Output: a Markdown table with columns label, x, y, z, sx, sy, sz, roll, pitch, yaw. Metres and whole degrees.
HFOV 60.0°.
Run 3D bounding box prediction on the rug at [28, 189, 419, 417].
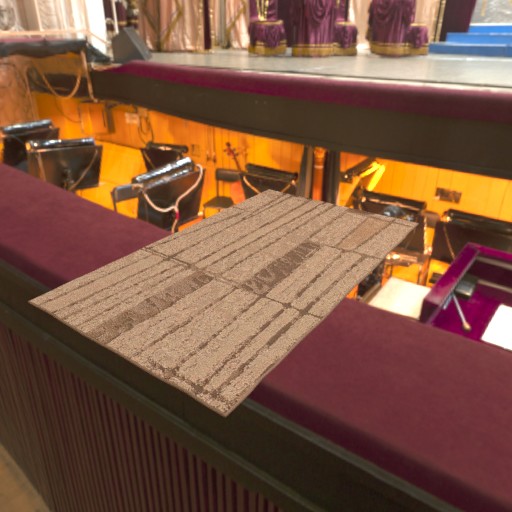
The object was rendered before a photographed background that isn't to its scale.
| label | x | y | z | sx | sy | sz | roll | pitch | yaw |
| --- | --- | --- | --- | --- | --- | --- | --- | --- | --- |
| rug | 0.000 | 0.000 | 1.073 | 0.515 | 0.007 | 0.867 | 18 | 32 | 31 |
